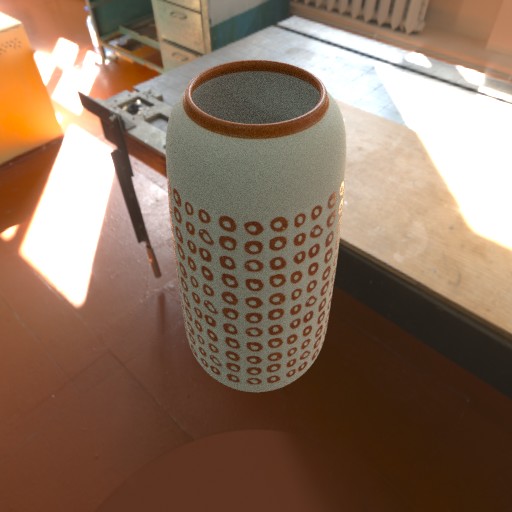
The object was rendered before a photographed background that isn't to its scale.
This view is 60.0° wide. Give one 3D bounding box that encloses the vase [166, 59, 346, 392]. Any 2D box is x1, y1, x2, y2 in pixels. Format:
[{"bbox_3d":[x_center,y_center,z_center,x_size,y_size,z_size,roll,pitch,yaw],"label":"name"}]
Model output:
[{"bbox_3d":[0.000,0.000,0.358,0.133,0.282,0.133,0,47,0],"label":"vase"}]
